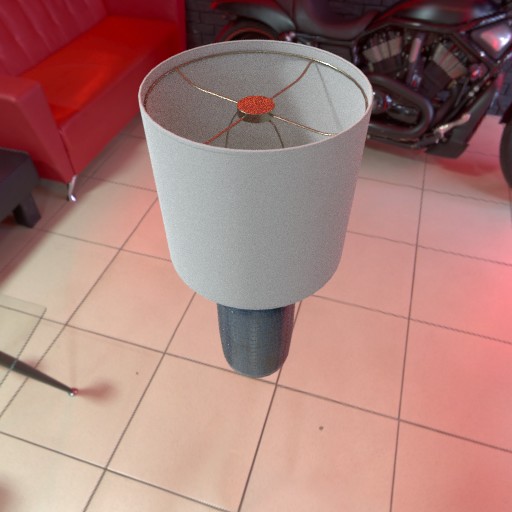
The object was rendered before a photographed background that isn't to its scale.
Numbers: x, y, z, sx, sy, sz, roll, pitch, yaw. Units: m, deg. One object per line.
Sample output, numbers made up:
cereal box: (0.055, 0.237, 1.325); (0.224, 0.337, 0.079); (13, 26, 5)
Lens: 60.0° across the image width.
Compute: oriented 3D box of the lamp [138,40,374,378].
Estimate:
lamp: (0.000, 0.000, 0.595); (0.220, 0.475, 0.220); (-32, 54, -26)
